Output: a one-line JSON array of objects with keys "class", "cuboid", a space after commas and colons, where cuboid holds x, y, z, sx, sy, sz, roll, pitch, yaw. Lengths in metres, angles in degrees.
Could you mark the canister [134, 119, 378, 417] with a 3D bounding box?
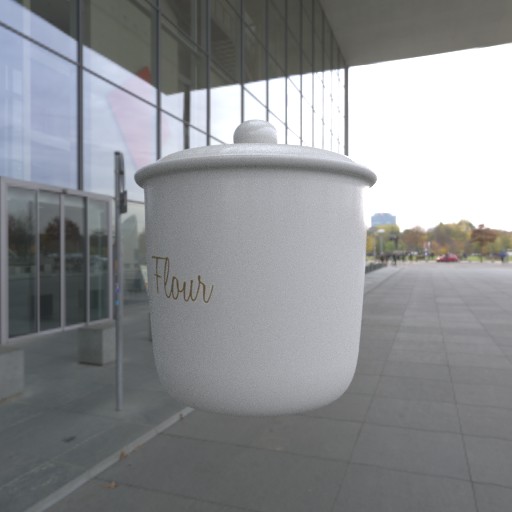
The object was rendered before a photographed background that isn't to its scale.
[{"class": "canister", "cuboid": [0.000, 0.000, 0.343, 0.182, 0.208, 0.182, 0, 0, 0]}]
